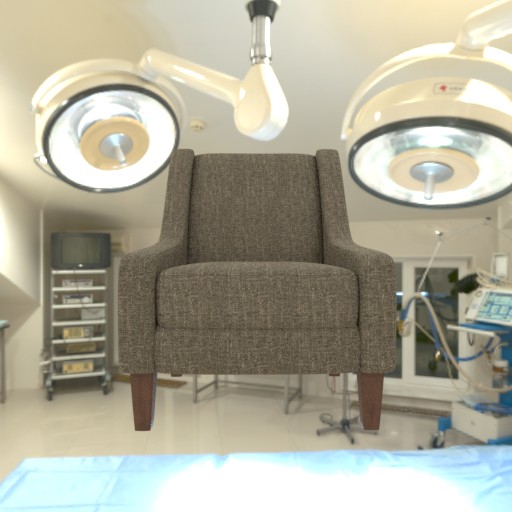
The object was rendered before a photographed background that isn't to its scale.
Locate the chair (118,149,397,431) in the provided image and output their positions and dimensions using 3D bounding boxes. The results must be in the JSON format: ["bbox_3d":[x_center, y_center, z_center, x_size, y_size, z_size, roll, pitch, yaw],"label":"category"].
[{"bbox_3d":[0.000,0.000,1.693,0.793,1.012,0.944,0,0,-1],"label":"chair"}]
